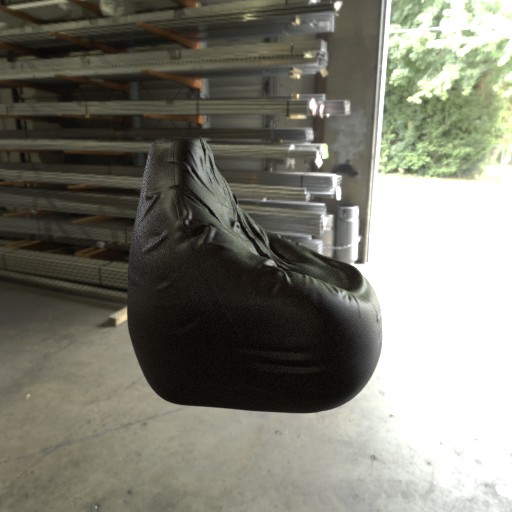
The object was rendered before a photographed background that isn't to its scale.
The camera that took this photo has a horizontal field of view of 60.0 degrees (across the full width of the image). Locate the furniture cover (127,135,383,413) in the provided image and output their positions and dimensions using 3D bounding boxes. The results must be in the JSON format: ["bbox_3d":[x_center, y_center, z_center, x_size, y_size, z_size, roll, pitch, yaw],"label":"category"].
[{"bbox_3d":[0.000,0.000,1.888,1.070,0.990,1.070,2,15,8],"label":"furniture cover"}]
